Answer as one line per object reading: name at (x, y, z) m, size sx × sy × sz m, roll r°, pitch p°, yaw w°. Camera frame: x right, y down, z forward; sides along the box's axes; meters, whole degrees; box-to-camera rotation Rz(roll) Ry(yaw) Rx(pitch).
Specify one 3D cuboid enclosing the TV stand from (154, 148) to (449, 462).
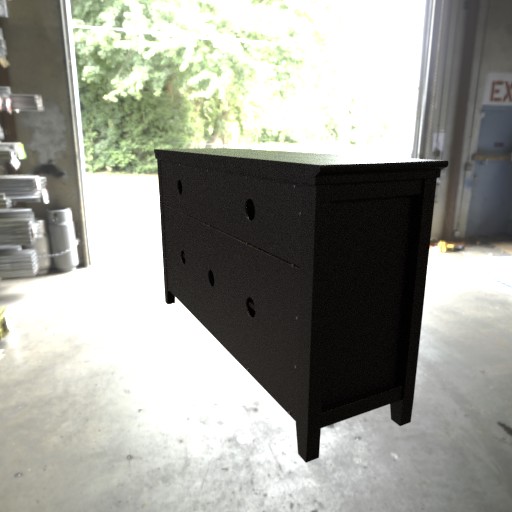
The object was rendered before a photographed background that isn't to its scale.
TV stand at (0.000, 0.000, 1.504) m, size 0.347 × 0.681 × 1.198 m, roll -8°, pitch 17°, yaw -26°
